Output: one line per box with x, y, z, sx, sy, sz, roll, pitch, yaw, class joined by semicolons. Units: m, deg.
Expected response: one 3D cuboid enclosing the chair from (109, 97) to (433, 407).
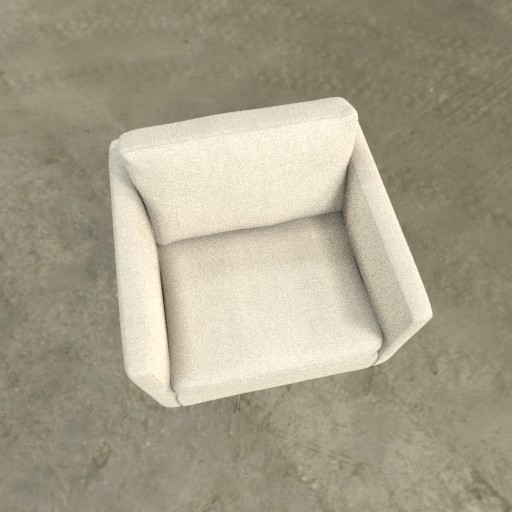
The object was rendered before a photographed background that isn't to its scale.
0.000;0.000;1.768;0.996;0.919;0.959;-10;64;-5;chair
